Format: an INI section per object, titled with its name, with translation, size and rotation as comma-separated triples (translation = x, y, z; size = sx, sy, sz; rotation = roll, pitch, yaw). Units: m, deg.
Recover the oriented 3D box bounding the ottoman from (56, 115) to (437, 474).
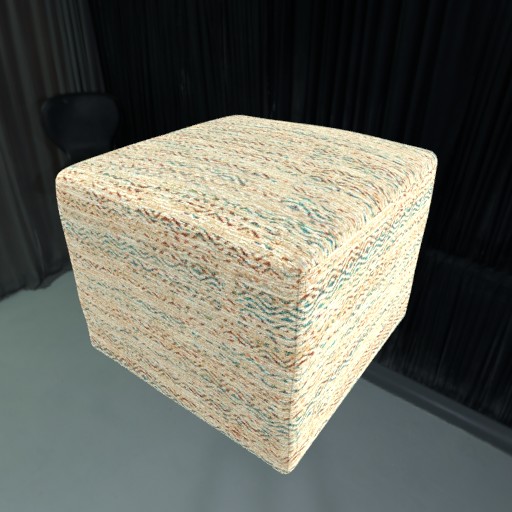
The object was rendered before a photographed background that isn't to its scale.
[ottoman]
translation = 0.000, 0.000, 0.897
size = 0.512, 0.453, 0.521
rotation = 21, 37, 31
